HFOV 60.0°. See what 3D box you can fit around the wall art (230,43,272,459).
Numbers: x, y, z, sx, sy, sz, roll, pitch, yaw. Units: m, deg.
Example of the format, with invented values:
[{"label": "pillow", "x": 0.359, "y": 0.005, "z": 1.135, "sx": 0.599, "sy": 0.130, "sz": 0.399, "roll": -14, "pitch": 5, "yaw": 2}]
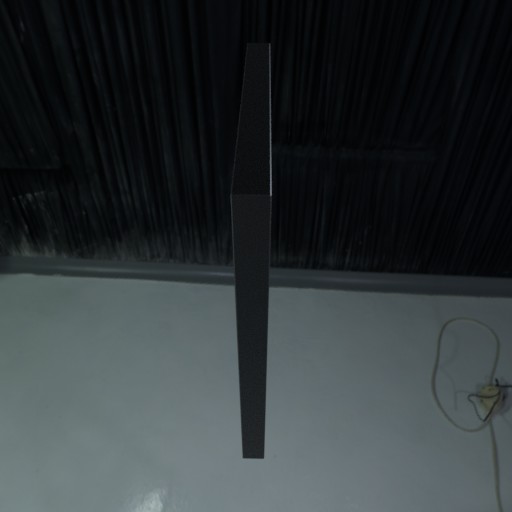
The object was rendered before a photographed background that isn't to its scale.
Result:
[{"label": "wall art", "x": 0.000, "y": 0.000, "z": 0.761, "sx": 0.039, "sy": 0.555, "sz": 0.449, "roll": 1, "pitch": 42, "yaw": 1}]
